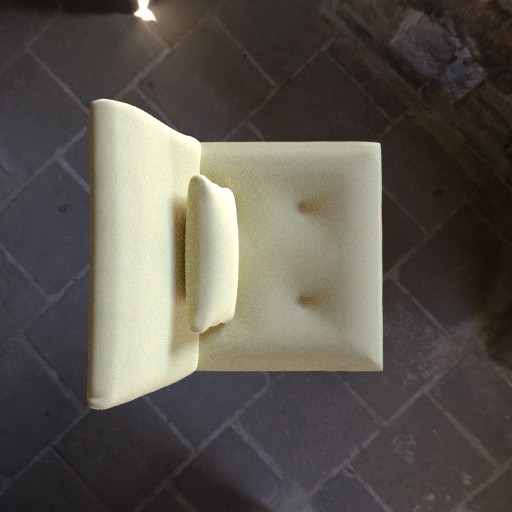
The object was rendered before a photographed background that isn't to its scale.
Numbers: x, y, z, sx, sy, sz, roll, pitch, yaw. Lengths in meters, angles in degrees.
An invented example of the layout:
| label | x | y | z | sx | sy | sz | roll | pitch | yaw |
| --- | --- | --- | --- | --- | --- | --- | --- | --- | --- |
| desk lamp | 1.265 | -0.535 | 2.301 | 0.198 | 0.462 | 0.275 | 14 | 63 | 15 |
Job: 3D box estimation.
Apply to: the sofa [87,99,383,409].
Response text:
| label | x | y | z | sx | sy | sz | roll | pitch | yaw |
| --- | --- | --- | --- | --- | --- | --- | --- | --- | --- |
| sofa | 0.000 | 0.000 | 1.662 | 1.000 | 0.820 | 0.930 | 0 | 89 | 1 |
